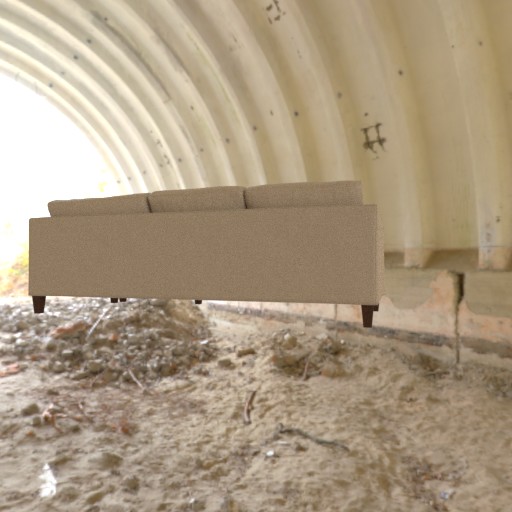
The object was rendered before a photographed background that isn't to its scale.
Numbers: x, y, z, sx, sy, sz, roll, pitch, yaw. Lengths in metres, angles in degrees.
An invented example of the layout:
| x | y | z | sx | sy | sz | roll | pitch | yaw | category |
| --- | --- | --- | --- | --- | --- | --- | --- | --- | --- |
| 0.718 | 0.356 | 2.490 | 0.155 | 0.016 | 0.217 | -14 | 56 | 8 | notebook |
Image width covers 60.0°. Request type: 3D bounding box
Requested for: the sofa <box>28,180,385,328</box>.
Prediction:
| x | y | z | sx | sy | sz | roll | pitch | yaw | category |
| --- | --- | --- | --- | --- | --- | --- | --- | --- | --- |
| 0.000 | 0.000 | 4.293 | 2.432 | 0.863 | 3.182 | 0 | -1 | 18 | sofa |
